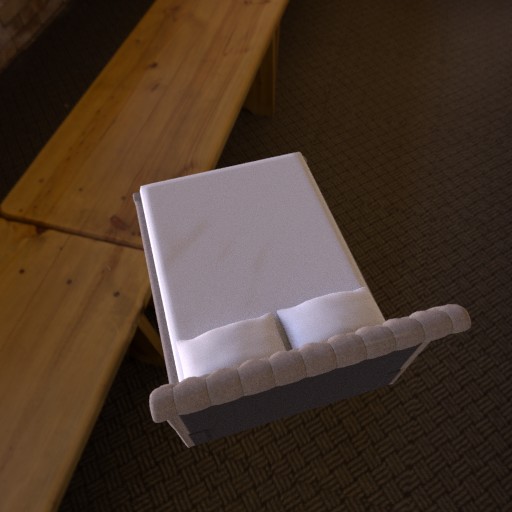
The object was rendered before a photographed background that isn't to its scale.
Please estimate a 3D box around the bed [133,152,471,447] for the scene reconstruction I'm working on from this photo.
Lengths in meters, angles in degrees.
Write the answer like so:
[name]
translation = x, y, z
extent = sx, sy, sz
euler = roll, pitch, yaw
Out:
[bed]
translation = 0.000, 0.000, 3.266
extent = 1.645, 1.371, 2.252
euler = -14, 58, -9
